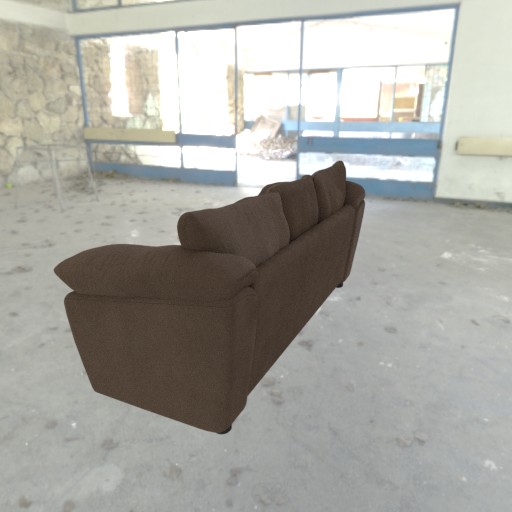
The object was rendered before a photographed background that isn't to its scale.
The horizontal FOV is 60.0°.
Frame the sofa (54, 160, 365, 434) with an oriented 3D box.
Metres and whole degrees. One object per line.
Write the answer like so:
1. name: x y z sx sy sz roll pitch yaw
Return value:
1. sofa: 0.000 0.000 2.789 0.878 1.015 2.336 8 20 24
